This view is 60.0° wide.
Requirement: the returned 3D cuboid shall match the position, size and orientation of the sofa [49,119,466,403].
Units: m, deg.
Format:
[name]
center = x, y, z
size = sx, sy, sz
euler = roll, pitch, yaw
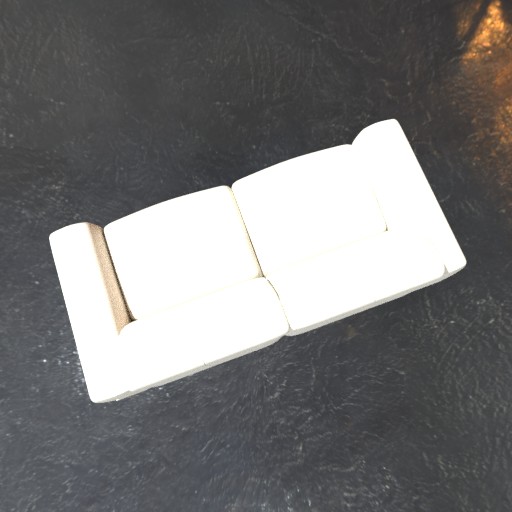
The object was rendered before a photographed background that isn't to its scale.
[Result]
[sofa]
center = 0.000, 0.000, 2.320
size = 1.901, 0.772, 0.900
euler = -19, 77, -5
